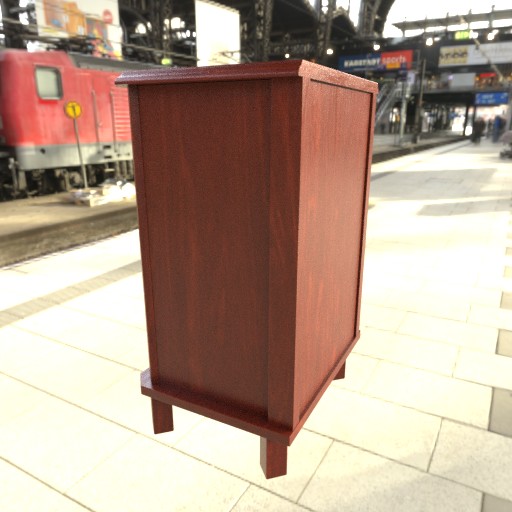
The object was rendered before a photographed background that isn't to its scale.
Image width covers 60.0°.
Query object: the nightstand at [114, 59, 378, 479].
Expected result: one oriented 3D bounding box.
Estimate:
[{"bbox_3d":[0.000,0.000,0.914,0.351,0.681,0.435,9,19,26],"label":"nightstand"}]
